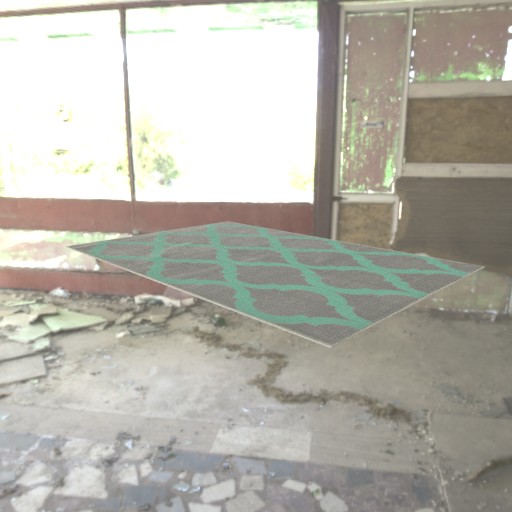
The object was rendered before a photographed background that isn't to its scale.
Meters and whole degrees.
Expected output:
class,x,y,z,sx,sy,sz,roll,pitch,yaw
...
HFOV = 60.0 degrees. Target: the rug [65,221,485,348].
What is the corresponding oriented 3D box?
class,x,y,z,sx,sy,sz,roll,pitch,yaw
rug,0.000,0.000,2.868,1.524,0.006,2.286,-13,19,-43
